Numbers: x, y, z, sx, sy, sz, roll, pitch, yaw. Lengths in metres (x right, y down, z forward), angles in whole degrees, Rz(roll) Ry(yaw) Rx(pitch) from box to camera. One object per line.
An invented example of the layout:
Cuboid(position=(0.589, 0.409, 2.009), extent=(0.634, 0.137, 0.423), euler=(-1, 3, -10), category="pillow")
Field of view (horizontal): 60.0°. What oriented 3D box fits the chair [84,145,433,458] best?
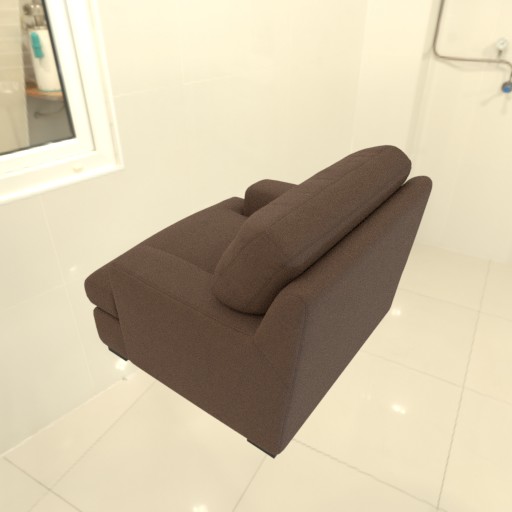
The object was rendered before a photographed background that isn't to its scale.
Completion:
Cuboid(position=(0.000, 0.000, 2.017), extent=(1.143, 0.940, 1.168), euler=(21, 38, 30), category="chair")
